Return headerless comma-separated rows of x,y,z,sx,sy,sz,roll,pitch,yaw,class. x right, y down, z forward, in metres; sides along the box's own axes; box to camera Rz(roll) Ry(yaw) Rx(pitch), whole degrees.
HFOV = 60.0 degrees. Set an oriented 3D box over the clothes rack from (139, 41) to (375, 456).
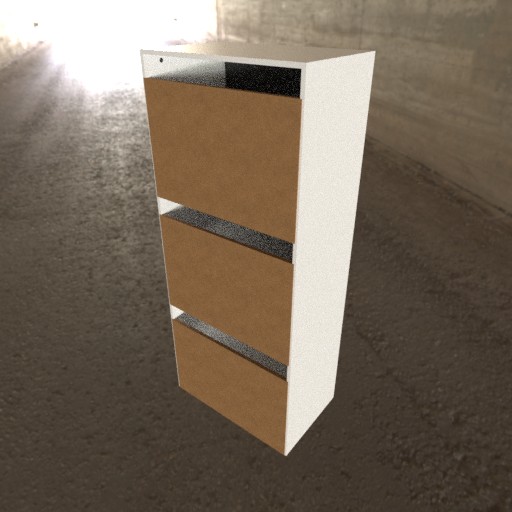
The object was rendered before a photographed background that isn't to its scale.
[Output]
0.000,0.000,1.402,0.500,1.187,0.330,21,36,32,clothes rack
